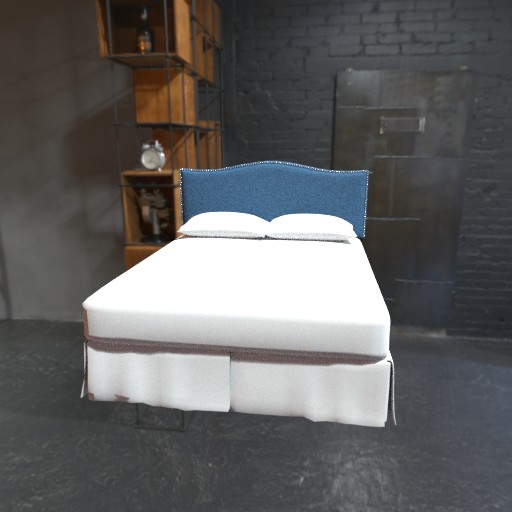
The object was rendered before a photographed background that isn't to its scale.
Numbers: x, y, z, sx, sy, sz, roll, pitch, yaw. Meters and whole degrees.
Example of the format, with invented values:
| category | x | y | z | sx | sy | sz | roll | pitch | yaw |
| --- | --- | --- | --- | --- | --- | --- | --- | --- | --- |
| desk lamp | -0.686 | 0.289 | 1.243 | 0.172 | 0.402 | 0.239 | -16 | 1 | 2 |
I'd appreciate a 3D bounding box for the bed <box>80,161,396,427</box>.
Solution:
| category | x | y | z | sx | sy | sz | roll | pitch | yaw |
| --- | --- | --- | --- | --- | --- | --- | --- | --- | --- |
| bed | 0.000 | 0.000 | 2.943 | 1.610 | 1.169 | 1.872 | 2 | 14 | 8 |
